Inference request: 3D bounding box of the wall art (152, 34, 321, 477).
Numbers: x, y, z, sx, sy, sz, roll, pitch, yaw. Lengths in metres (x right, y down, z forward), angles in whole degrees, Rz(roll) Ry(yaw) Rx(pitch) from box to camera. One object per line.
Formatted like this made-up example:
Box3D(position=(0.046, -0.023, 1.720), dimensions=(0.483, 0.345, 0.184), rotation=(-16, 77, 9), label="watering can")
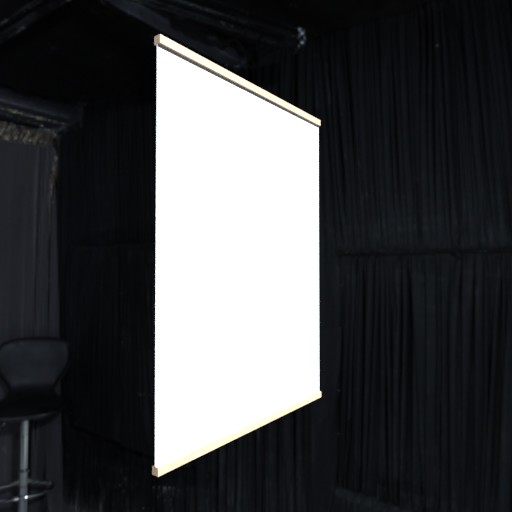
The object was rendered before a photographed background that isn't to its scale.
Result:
Box3D(position=(0.000, 0.000, 0.795), dimensions=(0.012, 0.608, 0.459), rotation=(-1, -2, 37), label="wall art")
